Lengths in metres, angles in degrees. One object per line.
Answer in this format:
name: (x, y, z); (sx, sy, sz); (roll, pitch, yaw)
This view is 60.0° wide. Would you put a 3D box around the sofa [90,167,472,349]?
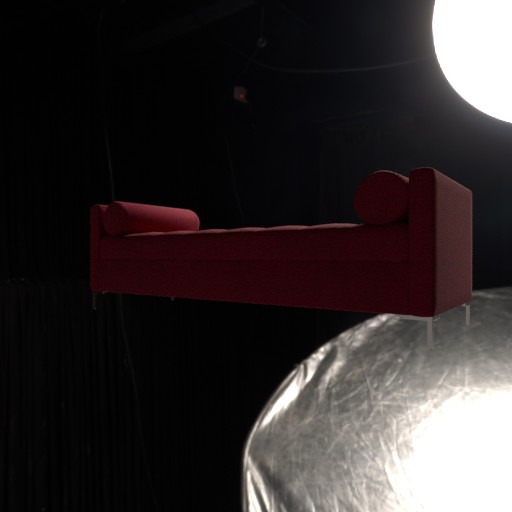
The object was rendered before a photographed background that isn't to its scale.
sofa: (0.000, 0.000, 2.353); (1.981, 0.635, 0.686); (0, 0, 36)
